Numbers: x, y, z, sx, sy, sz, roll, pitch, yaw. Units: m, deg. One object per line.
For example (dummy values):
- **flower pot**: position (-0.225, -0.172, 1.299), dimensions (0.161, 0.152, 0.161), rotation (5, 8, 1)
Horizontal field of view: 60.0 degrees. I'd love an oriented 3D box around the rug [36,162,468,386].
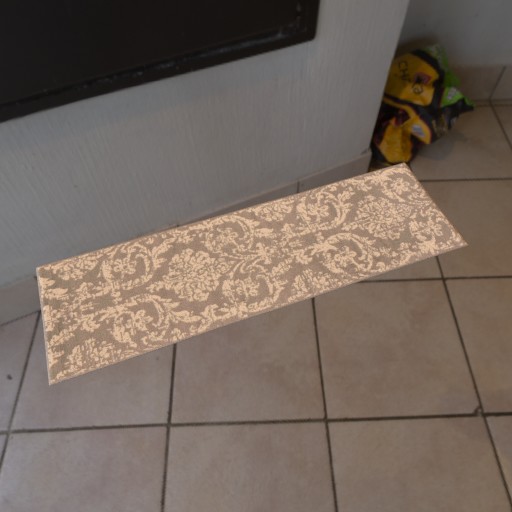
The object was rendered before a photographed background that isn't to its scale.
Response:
- **rug**: position (0.000, 0.000, 2.345), dimensions (2.196, 0.011, 0.662), rotation (-17, 58, -11)
